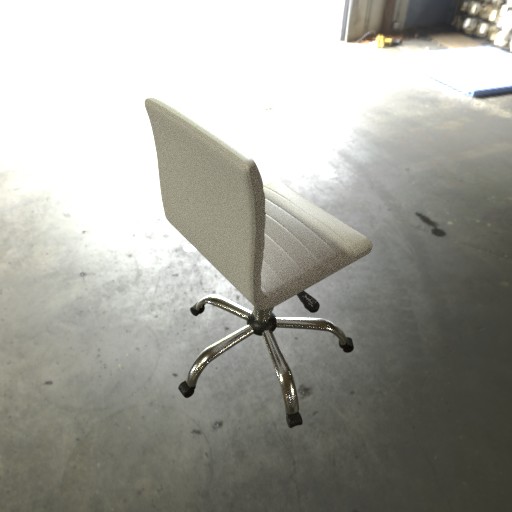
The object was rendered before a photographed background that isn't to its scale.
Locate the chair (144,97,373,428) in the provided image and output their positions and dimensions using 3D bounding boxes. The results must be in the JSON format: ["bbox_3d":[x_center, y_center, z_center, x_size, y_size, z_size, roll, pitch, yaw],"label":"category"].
[{"bbox_3d":[0.000,0.000,1.145,0.530,0.780,0.556,-25,45,-27],"label":"chair"}]
